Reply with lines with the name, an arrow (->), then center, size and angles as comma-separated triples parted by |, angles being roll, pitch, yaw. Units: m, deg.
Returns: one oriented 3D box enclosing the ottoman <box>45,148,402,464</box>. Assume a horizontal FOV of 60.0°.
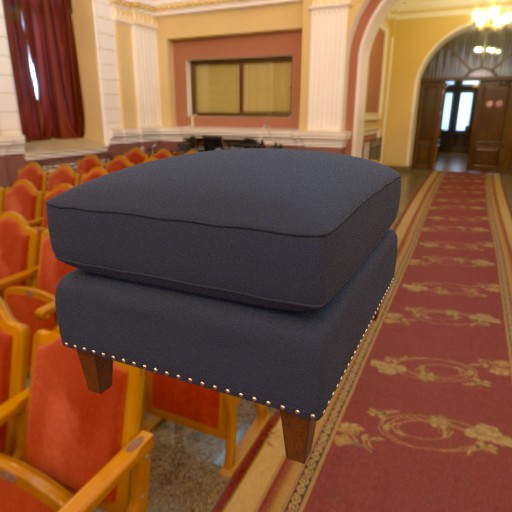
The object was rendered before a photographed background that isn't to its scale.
ottoman -> 0.000, 0.000, 1.101 | 0.584, 0.513, 0.741 | 8, 19, 24
